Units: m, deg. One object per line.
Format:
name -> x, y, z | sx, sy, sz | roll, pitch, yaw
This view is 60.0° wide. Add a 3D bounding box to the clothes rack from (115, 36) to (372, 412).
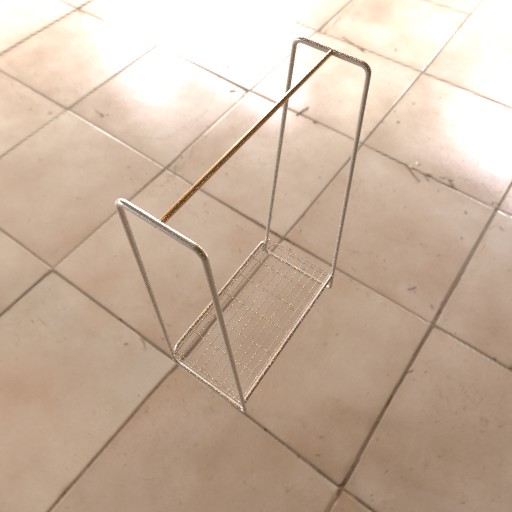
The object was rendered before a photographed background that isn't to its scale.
clothes rack -> 0.000, 0.000, 1.943 | 0.495, 1.500, 0.900 | 31, 63, 18
